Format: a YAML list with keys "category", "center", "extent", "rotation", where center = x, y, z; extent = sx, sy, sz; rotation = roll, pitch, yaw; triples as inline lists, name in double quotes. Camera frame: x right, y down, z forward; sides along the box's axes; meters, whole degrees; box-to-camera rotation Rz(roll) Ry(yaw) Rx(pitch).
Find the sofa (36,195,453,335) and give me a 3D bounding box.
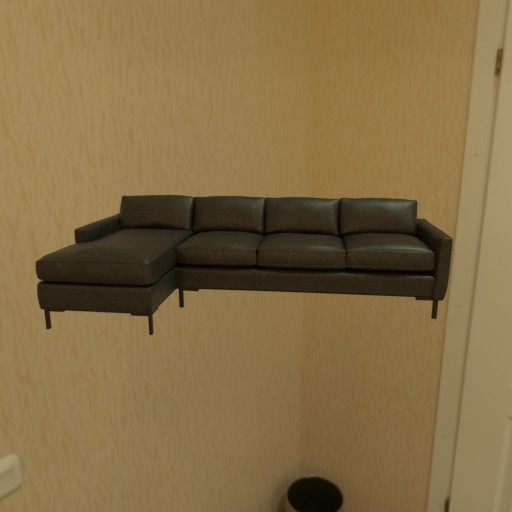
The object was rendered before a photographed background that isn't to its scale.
- category: "sofa"
  center: [0.000, 0.000, 3.629]
  extent: [2.993, 0.859, 1.471]
  rotation: [2, 14, 7]
